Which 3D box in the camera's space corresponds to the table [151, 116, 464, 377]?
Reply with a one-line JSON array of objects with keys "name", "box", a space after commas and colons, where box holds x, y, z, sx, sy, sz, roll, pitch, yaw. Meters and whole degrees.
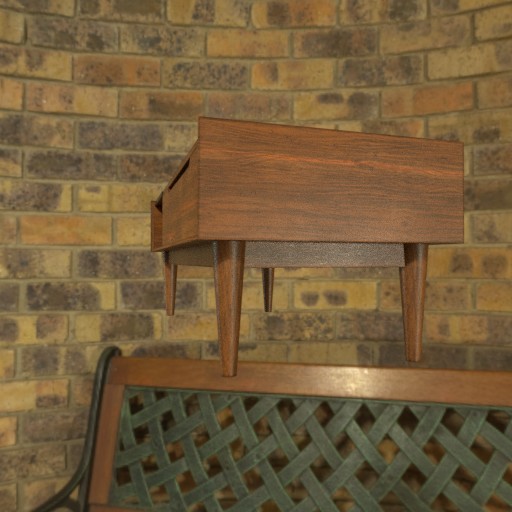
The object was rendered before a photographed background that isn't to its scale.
[{"name": "table", "box": [0.000, 0.000, 1.499, 0.610, 0.508, 1.221, 0, -1, -17]}]
